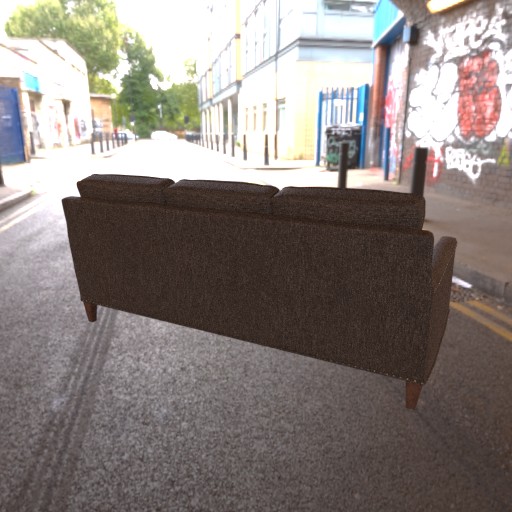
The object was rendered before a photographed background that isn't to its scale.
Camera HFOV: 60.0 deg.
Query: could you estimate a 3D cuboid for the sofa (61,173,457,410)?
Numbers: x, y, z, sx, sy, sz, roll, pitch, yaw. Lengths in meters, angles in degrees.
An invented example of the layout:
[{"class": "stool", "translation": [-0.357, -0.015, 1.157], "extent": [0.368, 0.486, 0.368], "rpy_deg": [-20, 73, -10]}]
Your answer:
[{"class": "sofa", "translation": [0.000, 0.000, 2.782], "extent": [2.246, 1.003, 1.084], "rpy_deg": [8, 18, 27]}]
